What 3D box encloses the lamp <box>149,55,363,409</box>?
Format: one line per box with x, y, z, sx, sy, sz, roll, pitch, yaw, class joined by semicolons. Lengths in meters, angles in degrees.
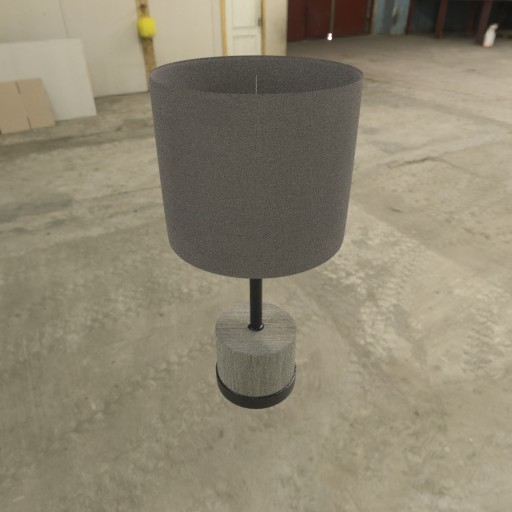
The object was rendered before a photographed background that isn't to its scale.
0.000;0.000;0.602;0.229;0.470;0.229;0;32;0;lamp
